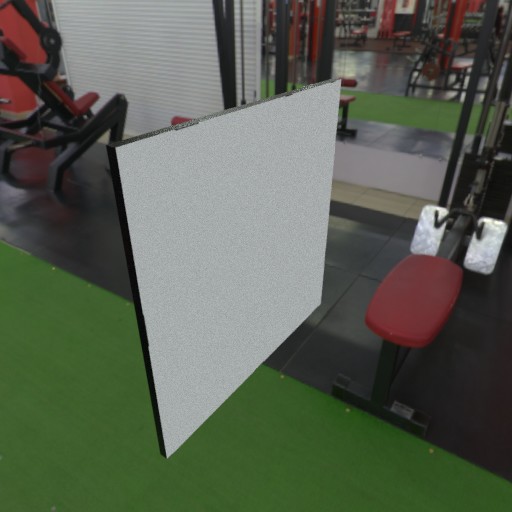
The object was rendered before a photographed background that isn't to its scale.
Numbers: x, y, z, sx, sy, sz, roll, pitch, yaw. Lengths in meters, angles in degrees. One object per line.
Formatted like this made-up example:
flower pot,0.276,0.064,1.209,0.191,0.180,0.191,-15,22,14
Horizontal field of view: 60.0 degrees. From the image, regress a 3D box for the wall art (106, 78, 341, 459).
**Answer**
wall art,0.000,0.000,0.667,0.014,0.445,0.446,20,36,30
